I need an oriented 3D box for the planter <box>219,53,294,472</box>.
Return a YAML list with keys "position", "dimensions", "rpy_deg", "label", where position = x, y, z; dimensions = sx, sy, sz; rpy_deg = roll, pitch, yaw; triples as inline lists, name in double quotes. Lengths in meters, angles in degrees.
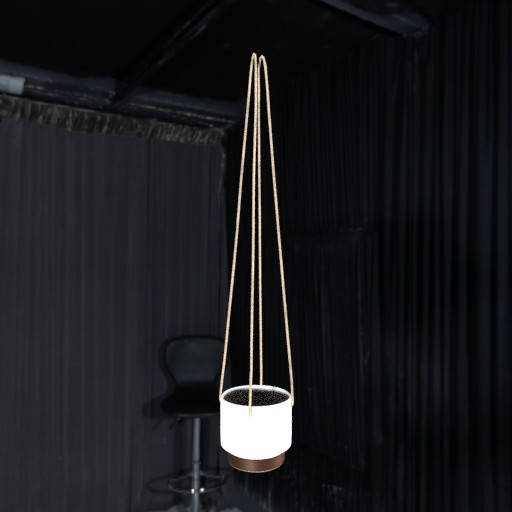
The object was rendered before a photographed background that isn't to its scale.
- position: [0.000, 0.000, 0.919]
  dimensions: [0.146, 0.841, 0.146]
  rpy_deg: [0, 0, -36]
  label: "planter"
